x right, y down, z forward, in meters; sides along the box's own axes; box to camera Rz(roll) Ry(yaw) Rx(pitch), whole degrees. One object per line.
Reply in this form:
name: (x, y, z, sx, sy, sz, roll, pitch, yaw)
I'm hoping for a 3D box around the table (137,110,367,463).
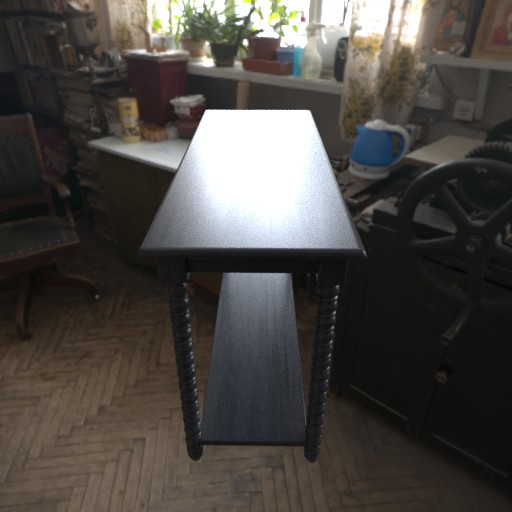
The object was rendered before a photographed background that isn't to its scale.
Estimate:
table: (0.000, 0.000, 1.565, 0.459, 0.735, 1.184, 0, 31, 1)
